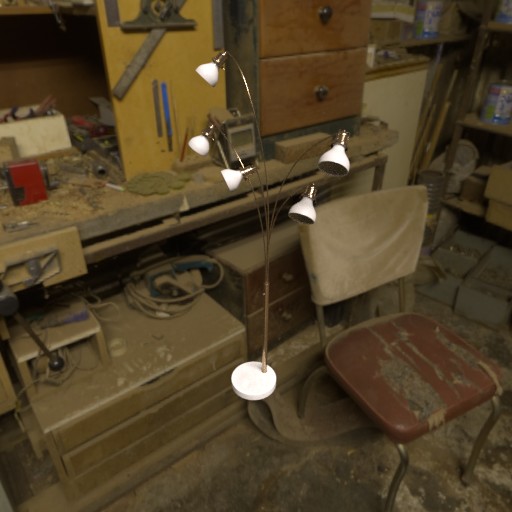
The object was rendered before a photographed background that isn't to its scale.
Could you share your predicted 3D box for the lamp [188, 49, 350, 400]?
[{"bbox_3d":[0.000,0.000,2.956,0.361,2.423,1.405,-21,37,-31],"label":"lamp"}]
